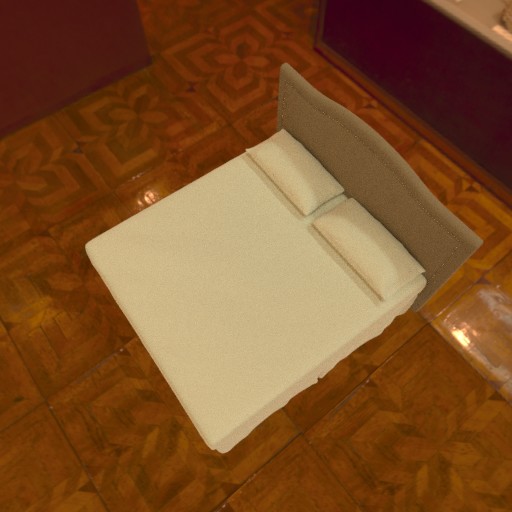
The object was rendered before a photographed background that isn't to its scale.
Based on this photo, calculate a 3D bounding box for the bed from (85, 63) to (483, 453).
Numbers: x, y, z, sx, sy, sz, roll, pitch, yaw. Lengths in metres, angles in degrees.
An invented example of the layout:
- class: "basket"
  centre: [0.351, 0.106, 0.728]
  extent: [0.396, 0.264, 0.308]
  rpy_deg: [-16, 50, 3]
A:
- class: "bed"
  centre: [0.000, 0.000, 3.500]
  extent: [2.182, 1.421, 2.083]
  rpy_deg: [-33, 68, -16]
